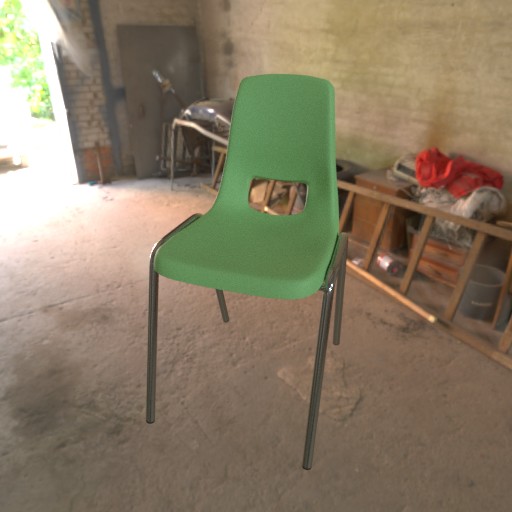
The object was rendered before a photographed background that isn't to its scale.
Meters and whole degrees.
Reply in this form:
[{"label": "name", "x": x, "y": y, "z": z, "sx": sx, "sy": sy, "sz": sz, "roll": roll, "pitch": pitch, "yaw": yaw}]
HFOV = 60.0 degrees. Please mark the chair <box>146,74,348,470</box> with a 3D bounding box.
[{"label": "chair", "x": 0.000, "y": 0.000, "z": 0.966, "sx": 0.381, "sy": 0.704, "sz": 0.436, "roll": 9, "pitch": 28, "yaw": 17}]
